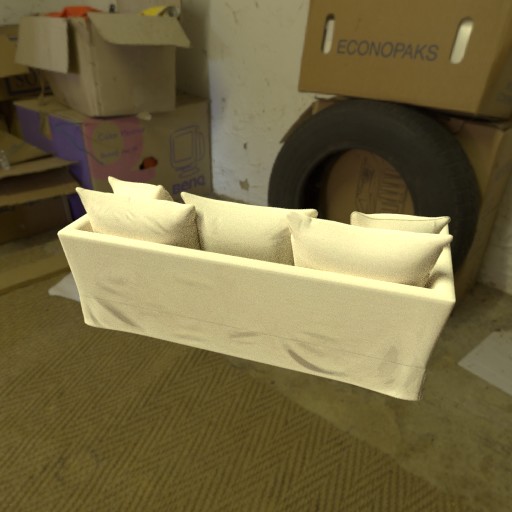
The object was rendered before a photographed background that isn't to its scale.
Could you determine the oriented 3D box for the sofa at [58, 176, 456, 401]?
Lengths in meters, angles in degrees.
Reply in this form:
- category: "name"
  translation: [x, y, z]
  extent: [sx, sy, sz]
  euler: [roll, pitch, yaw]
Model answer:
- category: "sofa"
  translation: [0.000, 0.000, 3.114]
  extent: [2.484, 1.042, 1.030]
  euler: [9, 31, 16]
